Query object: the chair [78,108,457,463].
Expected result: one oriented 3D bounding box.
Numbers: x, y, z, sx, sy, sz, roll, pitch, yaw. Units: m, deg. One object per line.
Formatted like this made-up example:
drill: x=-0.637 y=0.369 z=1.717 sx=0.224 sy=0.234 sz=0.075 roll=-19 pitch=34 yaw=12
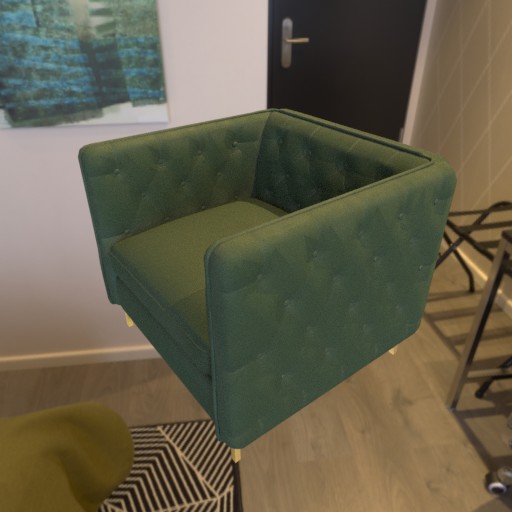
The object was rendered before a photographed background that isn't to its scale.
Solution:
chair: x=0.000 y=0.000 z=1.554 sx=0.855 sy=0.768 sz=0.917 roll=-22 pitch=38 yaw=-31
